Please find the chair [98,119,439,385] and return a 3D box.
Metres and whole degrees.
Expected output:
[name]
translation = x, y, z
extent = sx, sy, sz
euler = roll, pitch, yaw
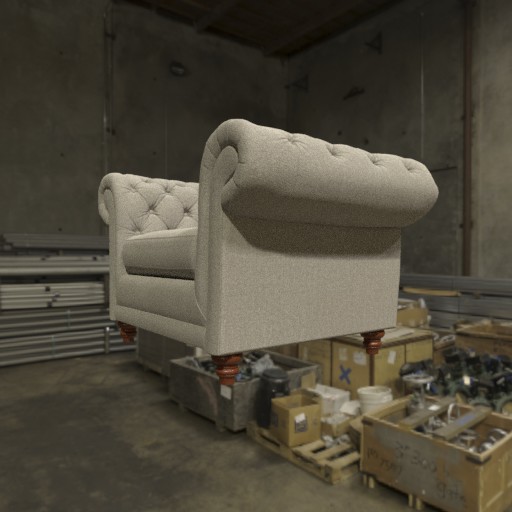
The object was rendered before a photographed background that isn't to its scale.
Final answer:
[chair]
translation = 0.000, 0.000, 1.911
extent = 0.976, 0.770, 1.270
euler = 0, 0, -37
